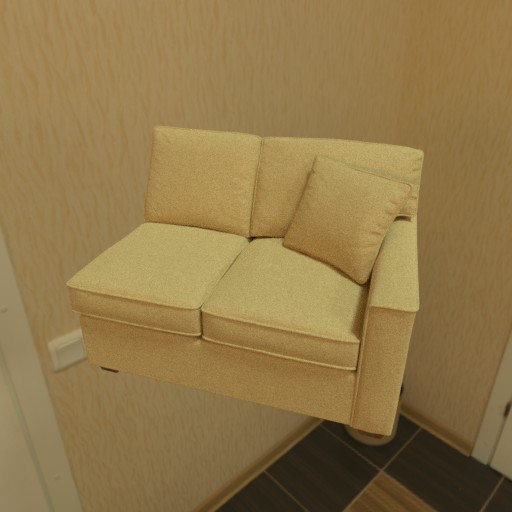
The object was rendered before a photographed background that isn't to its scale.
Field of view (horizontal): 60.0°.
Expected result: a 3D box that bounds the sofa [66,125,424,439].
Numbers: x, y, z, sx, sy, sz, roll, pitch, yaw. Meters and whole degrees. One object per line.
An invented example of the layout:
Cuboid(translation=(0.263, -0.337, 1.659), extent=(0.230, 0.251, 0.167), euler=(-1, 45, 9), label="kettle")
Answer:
Cuboid(translation=(0.000, 0.000, 2.053), extent=(1.388, 0.989, 0.991), euler=(8, 28, 16), label="sofa")
